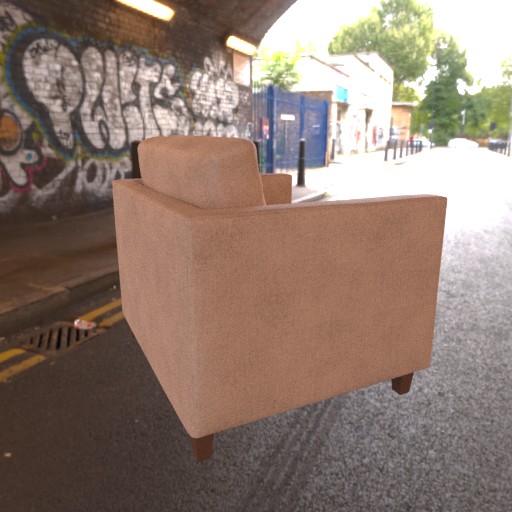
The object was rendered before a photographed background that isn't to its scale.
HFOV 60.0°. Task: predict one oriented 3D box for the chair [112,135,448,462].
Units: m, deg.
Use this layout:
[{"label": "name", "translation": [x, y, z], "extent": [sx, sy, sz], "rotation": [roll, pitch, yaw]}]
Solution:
[{"label": "chair", "translation": [0.000, 0.000, 1.824], "extent": [0.959, 0.961, 1.133], "rotation": [-7, 17, -25]}]
